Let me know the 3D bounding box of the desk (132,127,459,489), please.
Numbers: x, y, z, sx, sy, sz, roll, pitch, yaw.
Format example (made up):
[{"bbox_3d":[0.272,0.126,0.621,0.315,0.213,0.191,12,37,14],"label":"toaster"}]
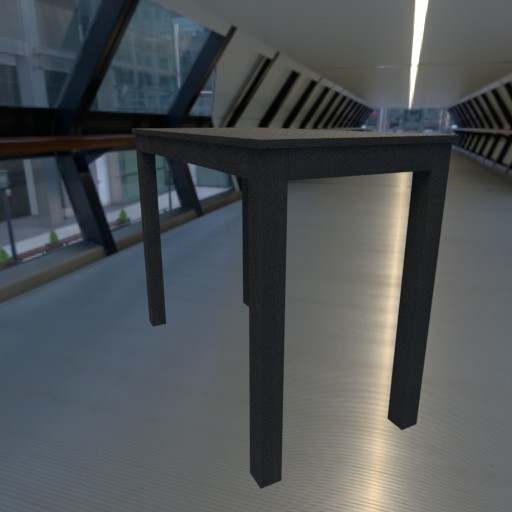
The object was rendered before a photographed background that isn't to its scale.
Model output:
[{"bbox_3d":[0.000,0.000,1.404,0.499,0.762,0.991,-9,19,-26],"label":"desk"}]
